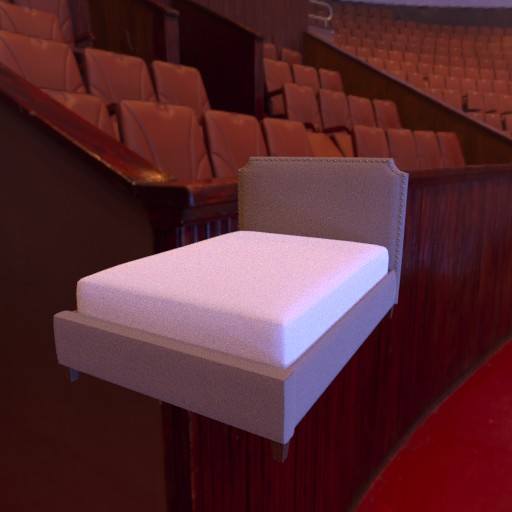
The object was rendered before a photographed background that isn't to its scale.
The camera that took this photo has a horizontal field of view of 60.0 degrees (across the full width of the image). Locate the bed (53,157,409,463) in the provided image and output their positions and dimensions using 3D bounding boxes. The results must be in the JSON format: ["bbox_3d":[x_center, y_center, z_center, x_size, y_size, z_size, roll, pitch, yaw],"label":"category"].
[{"bbox_3d":[0.000,0.000,3.393,1.713,1.443,2.372,8,16,29],"label":"bed"}]
